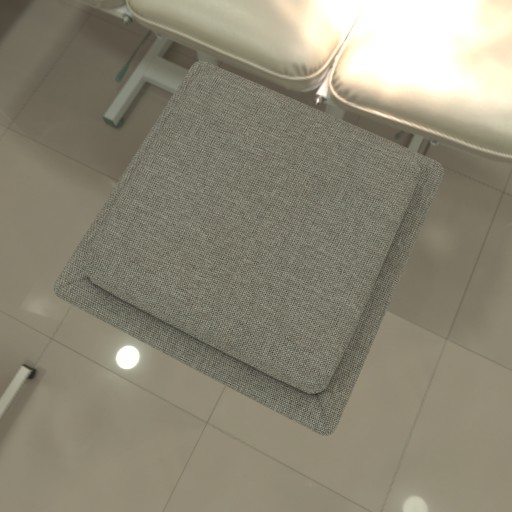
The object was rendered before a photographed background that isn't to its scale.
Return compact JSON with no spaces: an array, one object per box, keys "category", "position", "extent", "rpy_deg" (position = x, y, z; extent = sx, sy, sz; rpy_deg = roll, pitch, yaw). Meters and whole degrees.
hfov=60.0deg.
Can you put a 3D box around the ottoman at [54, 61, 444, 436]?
[{"category":"ottoman","position":[0.000,0.000,0.829],"extent":[0.450,0.460,0.450],"rpy_deg":[26,76,7]}]
